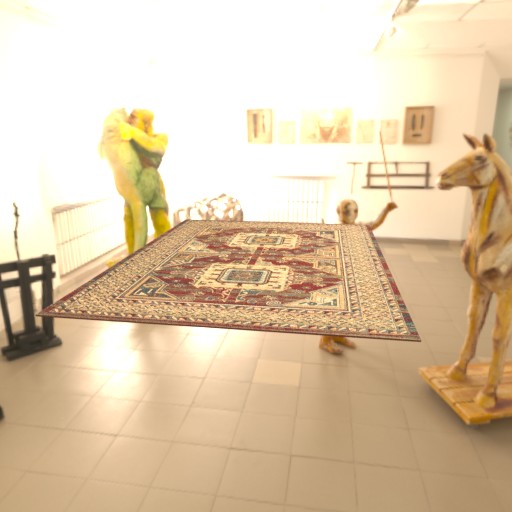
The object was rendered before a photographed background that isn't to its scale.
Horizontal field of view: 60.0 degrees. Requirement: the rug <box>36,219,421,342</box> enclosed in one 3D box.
[{"bbox_3d":[0.000,0.000,4.197,2.381,0.013,3.197,2,16,8],"label":"rug"}]
